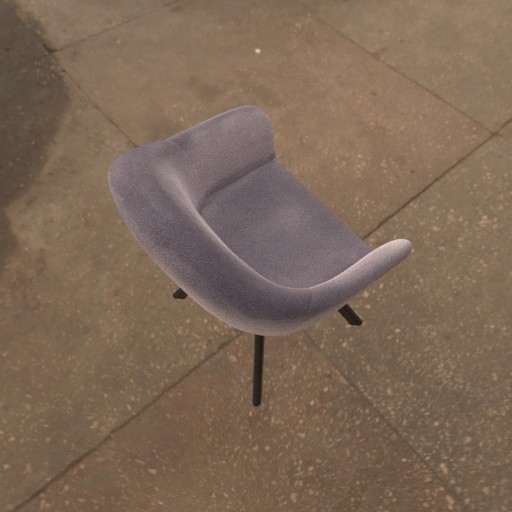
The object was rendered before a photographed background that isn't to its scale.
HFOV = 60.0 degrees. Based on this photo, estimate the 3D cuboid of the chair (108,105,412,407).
[{"bbox_3d":[0.000,0.000,1.153,0.540,0.780,0.570,-33,65,-18],"label":"chair"}]
